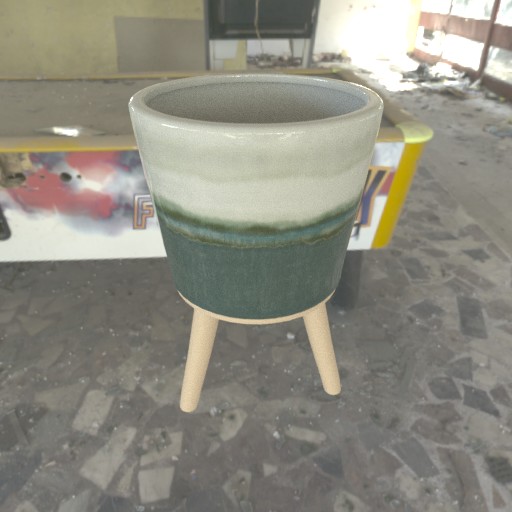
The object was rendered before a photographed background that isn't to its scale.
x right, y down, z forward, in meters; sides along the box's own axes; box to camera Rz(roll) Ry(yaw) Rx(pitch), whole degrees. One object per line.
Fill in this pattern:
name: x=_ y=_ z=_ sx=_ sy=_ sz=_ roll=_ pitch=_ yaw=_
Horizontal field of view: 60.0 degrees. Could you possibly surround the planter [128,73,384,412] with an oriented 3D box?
planter: x=0.000 y=0.000 z=0.471 sx=0.217 sy=0.331 sz=0.217 roll=20 pitch=37 yaw=29
